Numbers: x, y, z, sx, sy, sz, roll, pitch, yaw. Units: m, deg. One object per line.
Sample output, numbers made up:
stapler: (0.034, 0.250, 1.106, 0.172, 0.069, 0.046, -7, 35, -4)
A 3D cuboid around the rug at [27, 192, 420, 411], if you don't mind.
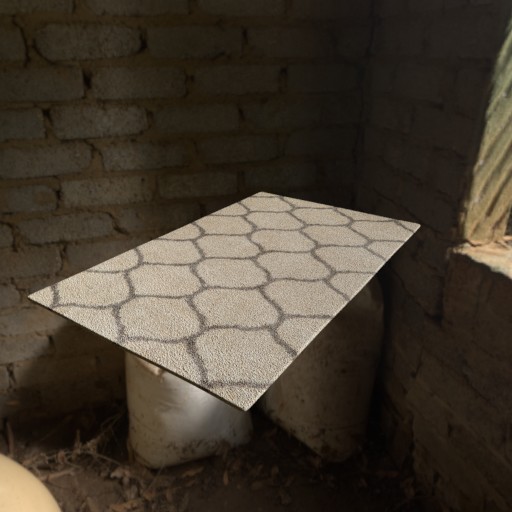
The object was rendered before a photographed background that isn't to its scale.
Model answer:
rug: (0.000, 0.000, 2.954, 1.501, 0.024, 2.348, 16, 30, 31)
